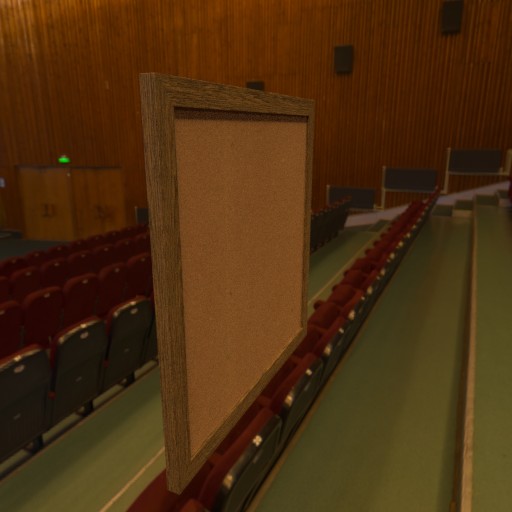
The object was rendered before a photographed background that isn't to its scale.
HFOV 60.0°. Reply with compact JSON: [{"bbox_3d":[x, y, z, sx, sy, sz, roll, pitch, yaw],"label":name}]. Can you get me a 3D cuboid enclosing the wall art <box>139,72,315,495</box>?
[{"bbox_3d":[0.000,0.000,0.727,0.019,0.508,0.508,7,18,24],"label":"wall art"}]
